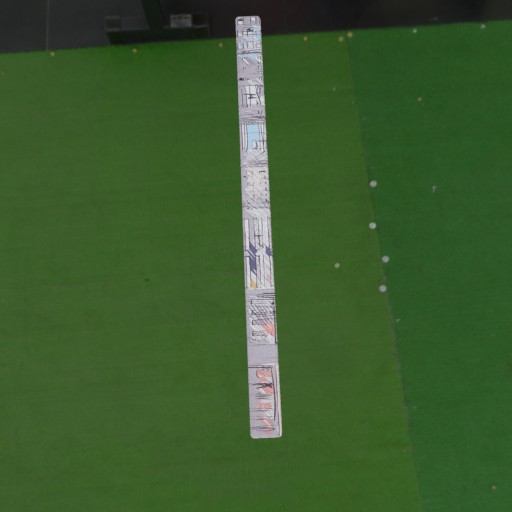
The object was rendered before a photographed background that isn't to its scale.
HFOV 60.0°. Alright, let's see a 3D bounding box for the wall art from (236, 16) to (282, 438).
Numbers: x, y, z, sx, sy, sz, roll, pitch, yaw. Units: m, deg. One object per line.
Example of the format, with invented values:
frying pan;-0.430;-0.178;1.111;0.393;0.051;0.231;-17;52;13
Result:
wall art;0.000;0.000;1.126;0.048;0.762;0.761;-2;76;-1
